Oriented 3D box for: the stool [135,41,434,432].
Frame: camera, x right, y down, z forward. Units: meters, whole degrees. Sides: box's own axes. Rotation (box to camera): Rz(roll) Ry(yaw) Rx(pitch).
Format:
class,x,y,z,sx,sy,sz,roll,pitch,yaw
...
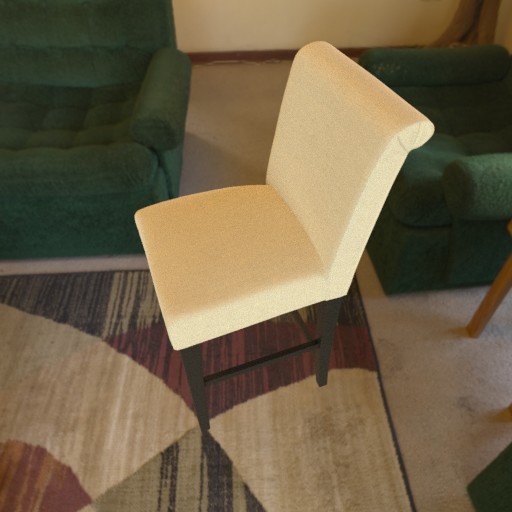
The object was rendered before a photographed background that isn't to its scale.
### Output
class,x,y,z,sx,sy,sz,roll,pitch,yaw
stool,0.000,0.000,1.275,0.597,0.976,0.452,-15,48,-14
